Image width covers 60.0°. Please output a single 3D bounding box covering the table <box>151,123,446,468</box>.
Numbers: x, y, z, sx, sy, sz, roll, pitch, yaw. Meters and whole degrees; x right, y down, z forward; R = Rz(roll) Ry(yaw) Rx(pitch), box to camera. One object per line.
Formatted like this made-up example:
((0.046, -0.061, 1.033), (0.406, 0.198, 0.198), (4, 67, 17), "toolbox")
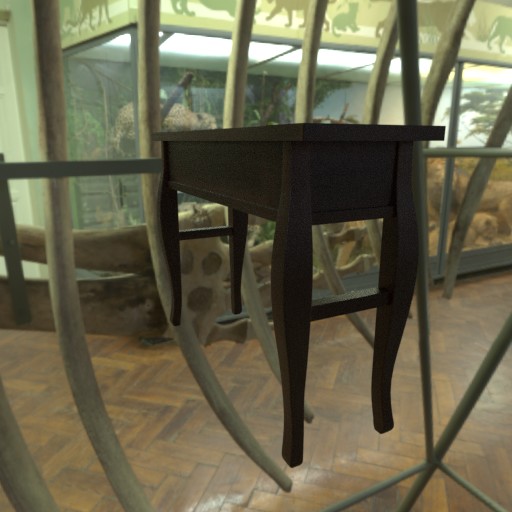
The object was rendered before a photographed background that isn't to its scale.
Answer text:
((0.000, 0.000, 1.407), (0.373, 0.768, 1.062), (-7, 16, -26), "table")
